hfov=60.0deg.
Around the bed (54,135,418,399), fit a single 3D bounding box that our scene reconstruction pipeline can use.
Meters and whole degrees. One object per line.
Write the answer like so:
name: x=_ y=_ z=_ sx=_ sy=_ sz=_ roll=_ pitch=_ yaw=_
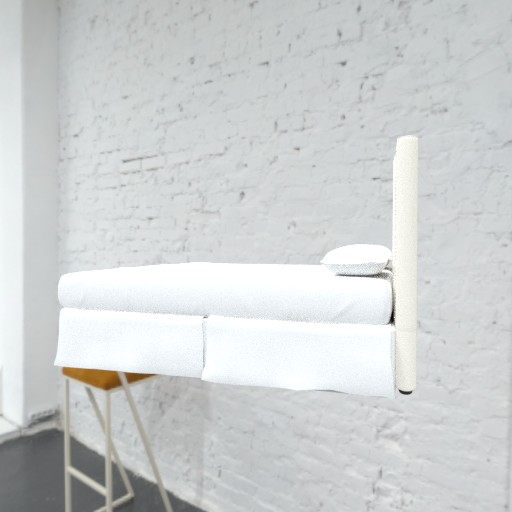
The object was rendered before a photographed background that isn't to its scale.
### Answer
bed: x=0.000 y=0.000 z=3.404 sx=2.282 sy=1.436 sz=1.821 roll=0 pitch=1 yaw=18
